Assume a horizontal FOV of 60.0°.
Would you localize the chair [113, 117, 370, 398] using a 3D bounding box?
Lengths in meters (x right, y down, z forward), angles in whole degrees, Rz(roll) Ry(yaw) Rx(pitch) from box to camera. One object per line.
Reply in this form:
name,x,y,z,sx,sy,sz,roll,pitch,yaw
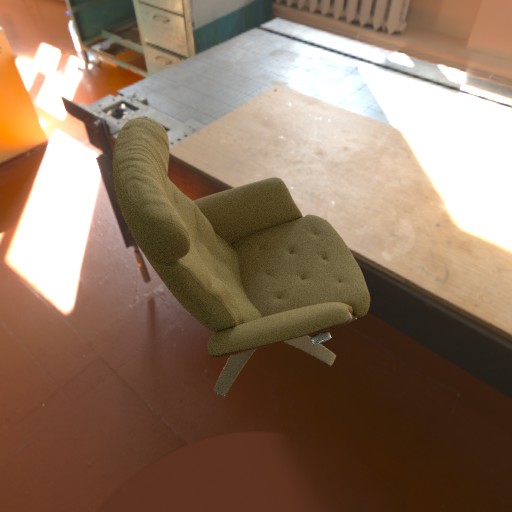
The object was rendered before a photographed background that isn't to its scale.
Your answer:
chair,0.000,0.000,1.638,0.837,0.995,0.785,-11,48,-10
